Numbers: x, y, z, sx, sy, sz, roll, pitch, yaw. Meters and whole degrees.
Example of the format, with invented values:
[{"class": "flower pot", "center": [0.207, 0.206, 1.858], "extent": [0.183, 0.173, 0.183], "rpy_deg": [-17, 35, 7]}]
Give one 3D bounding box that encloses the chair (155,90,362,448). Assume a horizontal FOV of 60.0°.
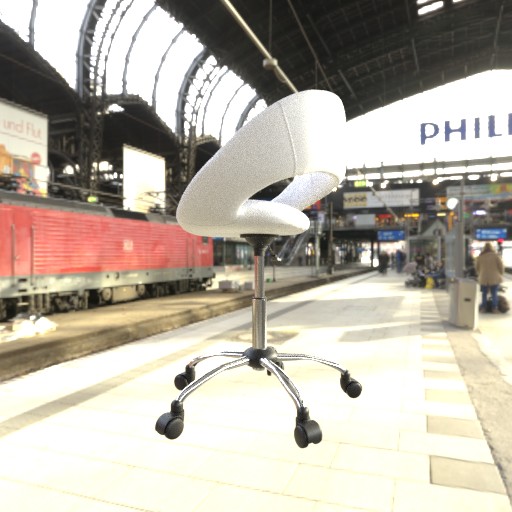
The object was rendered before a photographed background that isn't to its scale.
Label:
[{"class": "chair", "center": [0.000, 0.000, 1.195], "extent": [0.538, 0.791, 0.612], "rpy_deg": [0, 0, 18]}]
